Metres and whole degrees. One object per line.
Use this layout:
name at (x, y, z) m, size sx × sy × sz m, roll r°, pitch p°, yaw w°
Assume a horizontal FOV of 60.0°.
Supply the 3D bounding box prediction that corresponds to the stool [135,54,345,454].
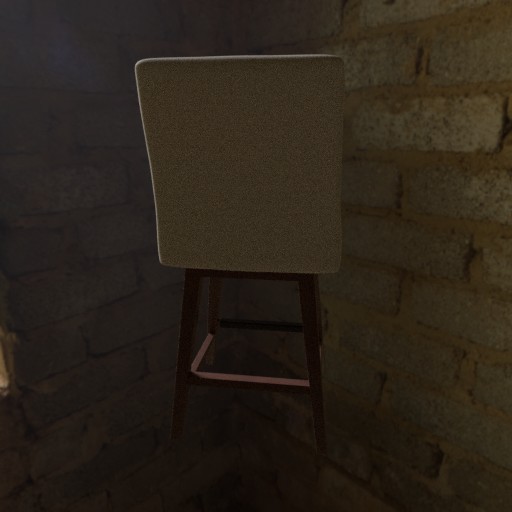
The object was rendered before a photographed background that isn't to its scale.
stool at (0.000, 0.000, 1.274) m, size 0.483 × 0.991 × 0.559 m, roll 2°, pitch 17°, yaw 8°
